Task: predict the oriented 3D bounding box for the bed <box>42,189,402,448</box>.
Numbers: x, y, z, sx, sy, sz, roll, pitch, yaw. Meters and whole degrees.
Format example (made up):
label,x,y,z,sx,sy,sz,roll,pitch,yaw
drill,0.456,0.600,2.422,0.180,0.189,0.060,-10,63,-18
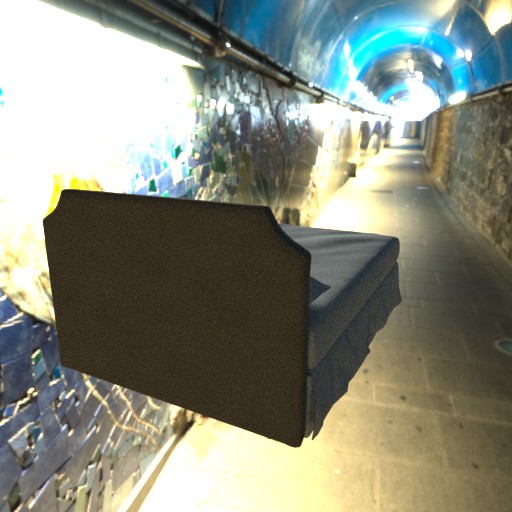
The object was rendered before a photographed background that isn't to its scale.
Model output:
label,x,y,z,sx,sy,sz,roll,pitch,yaw
bed,0.000,0.000,3.598,1.977,1.293,2.498,8,18,27
